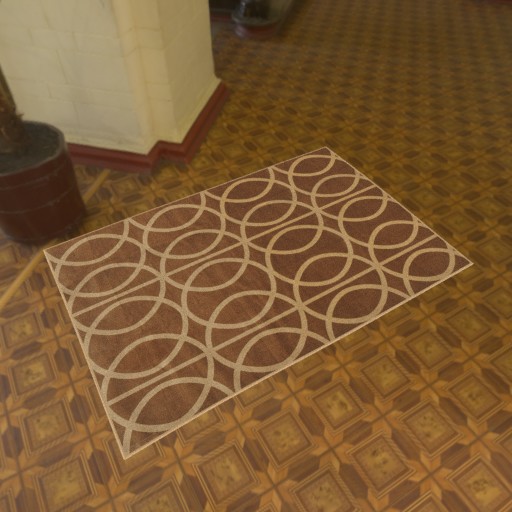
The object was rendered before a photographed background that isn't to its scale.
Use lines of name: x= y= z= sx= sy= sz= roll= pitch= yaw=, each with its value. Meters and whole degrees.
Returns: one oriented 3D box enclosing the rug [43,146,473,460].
rug: x=0.000 y=0.000 z=2.822 sx=2.294 sy=0.014 sz=1.528 roll=-24 pitch=51 yaw=-21
